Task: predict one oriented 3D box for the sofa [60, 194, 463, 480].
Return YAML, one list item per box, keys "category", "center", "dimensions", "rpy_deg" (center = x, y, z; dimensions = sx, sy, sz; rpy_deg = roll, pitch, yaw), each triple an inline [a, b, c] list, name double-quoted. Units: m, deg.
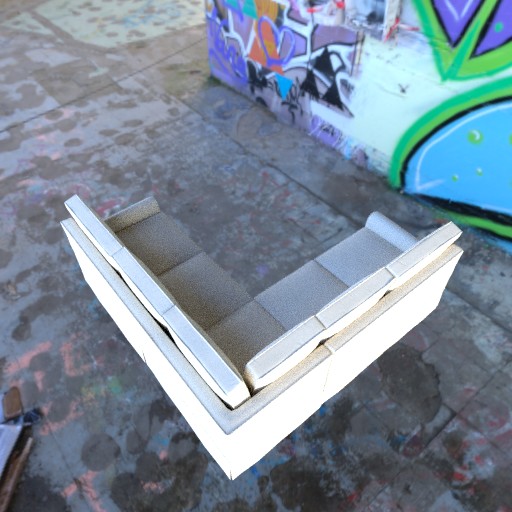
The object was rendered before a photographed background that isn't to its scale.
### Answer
- category: "sofa"
  center: [0.000, 0.000, 4.158]
  dimensions: [2.591, 1.070, 2.597]
  rpy_deg: [-31, 54, -26]
